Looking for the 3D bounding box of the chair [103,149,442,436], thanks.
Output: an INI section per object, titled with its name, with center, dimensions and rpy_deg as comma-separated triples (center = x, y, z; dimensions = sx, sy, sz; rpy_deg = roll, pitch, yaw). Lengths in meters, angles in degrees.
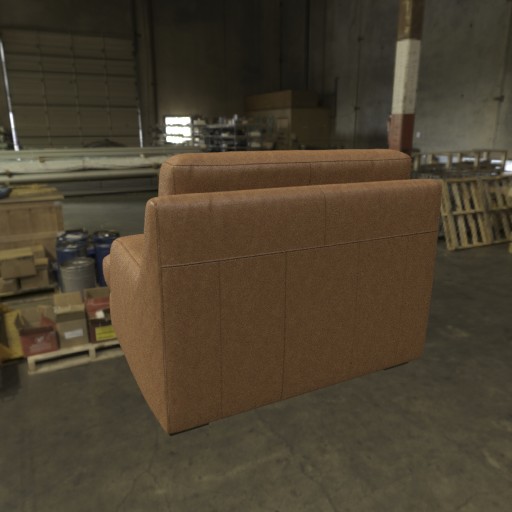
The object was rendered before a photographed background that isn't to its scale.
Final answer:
[chair]
center = 0.000, 0.000, 2.053
dimensions = 1.276, 0.978, 1.050
rpy_deg = -8, 18, -26
